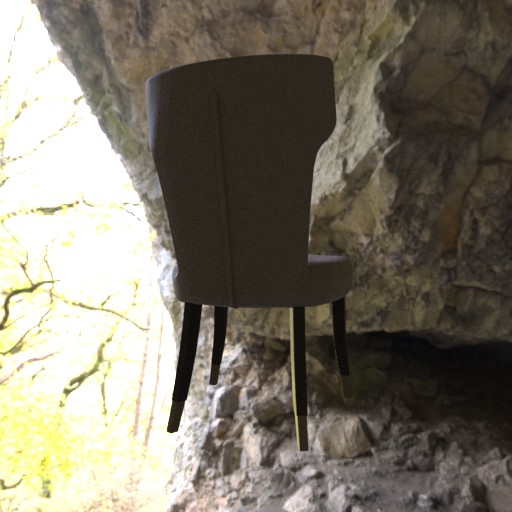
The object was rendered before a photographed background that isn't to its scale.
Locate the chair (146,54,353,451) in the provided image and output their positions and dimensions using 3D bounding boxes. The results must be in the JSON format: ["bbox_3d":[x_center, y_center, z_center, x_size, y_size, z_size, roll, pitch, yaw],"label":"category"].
[{"bbox_3d":[0.000,0.000,1.321,0.526,0.955,0.630,0,0,17],"label":"chair"}]
